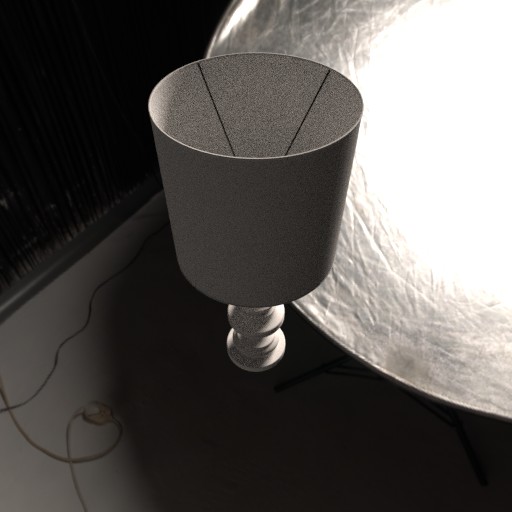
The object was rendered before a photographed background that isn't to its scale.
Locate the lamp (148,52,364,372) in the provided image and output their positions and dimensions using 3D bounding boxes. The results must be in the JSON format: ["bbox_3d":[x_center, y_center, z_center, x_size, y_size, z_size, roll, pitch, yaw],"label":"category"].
[{"bbox_3d":[0.000,0.000,0.600,0.208,0.455,0.208,24,51,20],"label":"lamp"}]
